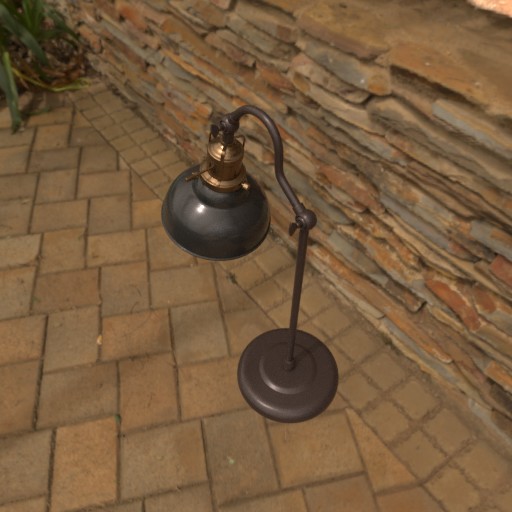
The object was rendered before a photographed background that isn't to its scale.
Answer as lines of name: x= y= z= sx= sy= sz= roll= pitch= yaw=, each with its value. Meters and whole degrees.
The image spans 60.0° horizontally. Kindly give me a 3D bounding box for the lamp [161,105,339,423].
lamp: x=0.000 y=0.000 z=0.704 sx=0.192 sy=0.508 sz=0.374 roll=-33 pitch=55 yaw=-27
